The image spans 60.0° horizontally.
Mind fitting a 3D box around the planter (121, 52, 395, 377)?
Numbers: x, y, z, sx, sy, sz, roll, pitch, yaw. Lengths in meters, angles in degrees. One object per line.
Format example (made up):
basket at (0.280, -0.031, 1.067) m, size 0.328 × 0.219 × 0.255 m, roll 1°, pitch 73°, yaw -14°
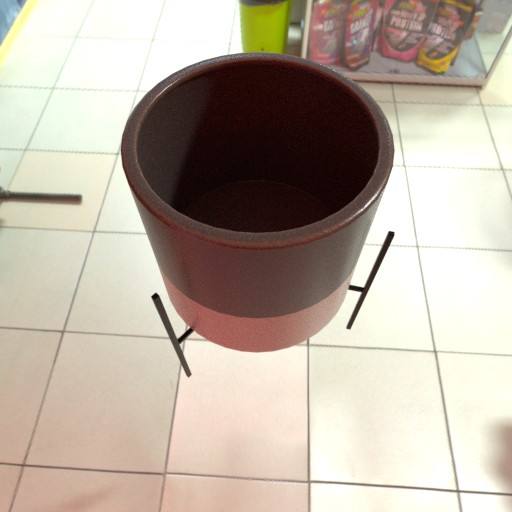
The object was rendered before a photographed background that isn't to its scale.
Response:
planter at (0.000, 0.000, 0.520) m, size 0.250 × 0.353 × 0.260 m, roll 32°, pitch 63°, yaw 18°
